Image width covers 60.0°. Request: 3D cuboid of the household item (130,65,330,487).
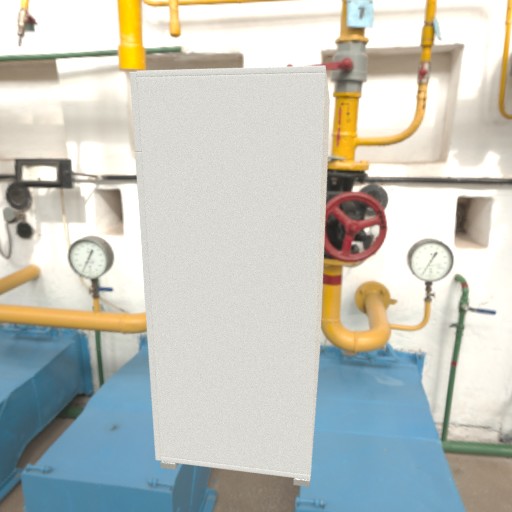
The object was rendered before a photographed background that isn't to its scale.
[{"bbox_3d":[0.000,0.000,1.428,0.420,1.010,0.790,2,15,10],"label":"household item"}]
